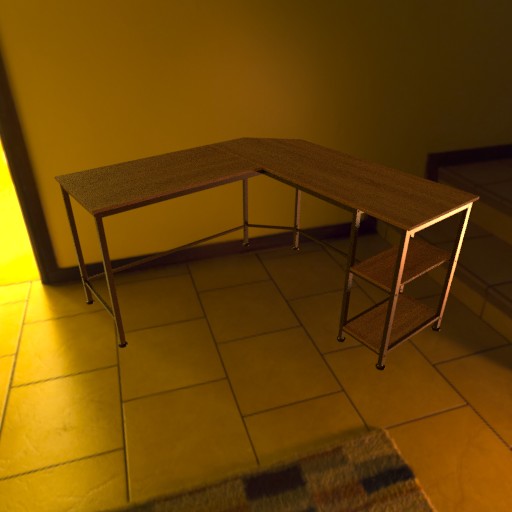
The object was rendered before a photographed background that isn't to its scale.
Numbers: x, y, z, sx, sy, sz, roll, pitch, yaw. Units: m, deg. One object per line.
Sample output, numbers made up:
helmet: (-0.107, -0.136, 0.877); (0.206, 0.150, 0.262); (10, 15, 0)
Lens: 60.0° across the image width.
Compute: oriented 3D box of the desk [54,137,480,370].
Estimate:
desk: (0.000, 0.000, 2.208); (1.379, 0.739, 1.379); (-21, 37, -32)
